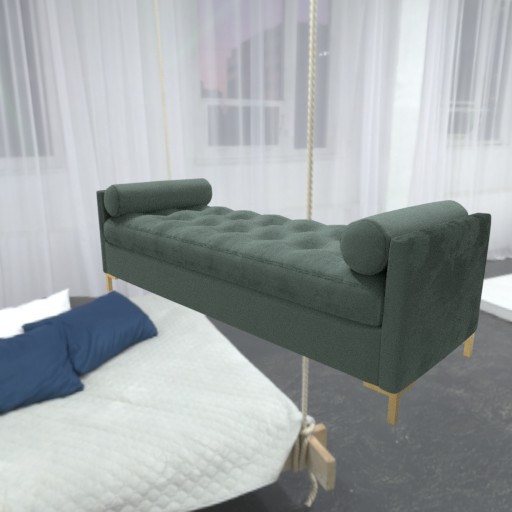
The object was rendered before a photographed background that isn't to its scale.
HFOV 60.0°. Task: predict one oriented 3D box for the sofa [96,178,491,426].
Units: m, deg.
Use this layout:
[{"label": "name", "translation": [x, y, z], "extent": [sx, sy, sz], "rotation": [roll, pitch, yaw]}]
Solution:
[{"label": "sofa", "translation": [0.000, 0.000, 2.396], "extent": [2.102, 0.705, 0.796], "rotation": [14, 20, 43]}]
